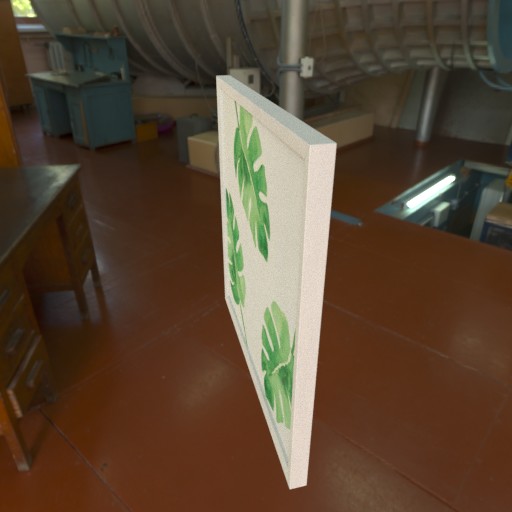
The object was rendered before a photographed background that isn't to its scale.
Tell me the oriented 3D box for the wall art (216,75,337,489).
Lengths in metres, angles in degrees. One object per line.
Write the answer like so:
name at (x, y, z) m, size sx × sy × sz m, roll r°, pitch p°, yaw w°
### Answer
wall art at (0.000, 0.000, 1.118) m, size 0.040 × 0.762 × 0.762 m, roll -7°, pitch 30°, yaw -12°
